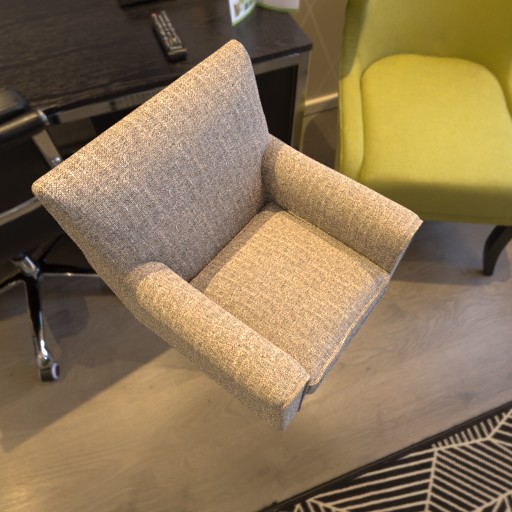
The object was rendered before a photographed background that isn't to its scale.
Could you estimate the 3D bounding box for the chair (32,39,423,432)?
[{"bbox_3d":[0.000,0.000,1.602,0.873,0.928,0.864,34,64,19],"label":"chair"}]
